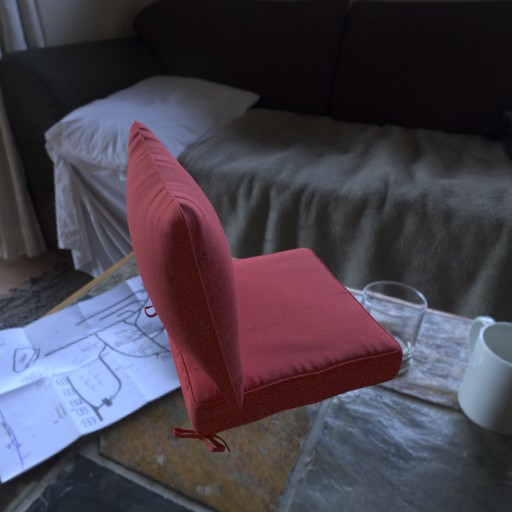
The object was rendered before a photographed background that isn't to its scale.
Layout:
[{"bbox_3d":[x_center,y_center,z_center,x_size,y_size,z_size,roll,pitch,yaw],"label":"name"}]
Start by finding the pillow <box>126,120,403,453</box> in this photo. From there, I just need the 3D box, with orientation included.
[{"bbox_3d":[0.000,0.000,1.392,0.733,0.725,0.798,-10,32,-17],"label":"pillow"}]
